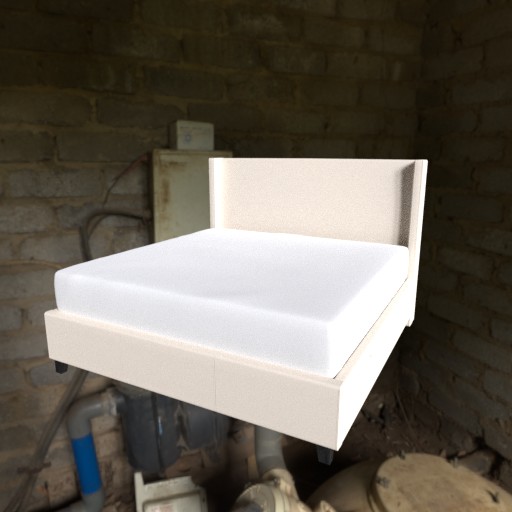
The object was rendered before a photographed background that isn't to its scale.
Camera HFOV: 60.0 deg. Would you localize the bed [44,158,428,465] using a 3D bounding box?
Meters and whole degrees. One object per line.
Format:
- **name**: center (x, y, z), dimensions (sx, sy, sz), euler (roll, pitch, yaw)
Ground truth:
- **bed**: center (0.000, 0.000, 3.498), dimensions (2.145, 1.471, 2.293), euler (7, 15, 27)
